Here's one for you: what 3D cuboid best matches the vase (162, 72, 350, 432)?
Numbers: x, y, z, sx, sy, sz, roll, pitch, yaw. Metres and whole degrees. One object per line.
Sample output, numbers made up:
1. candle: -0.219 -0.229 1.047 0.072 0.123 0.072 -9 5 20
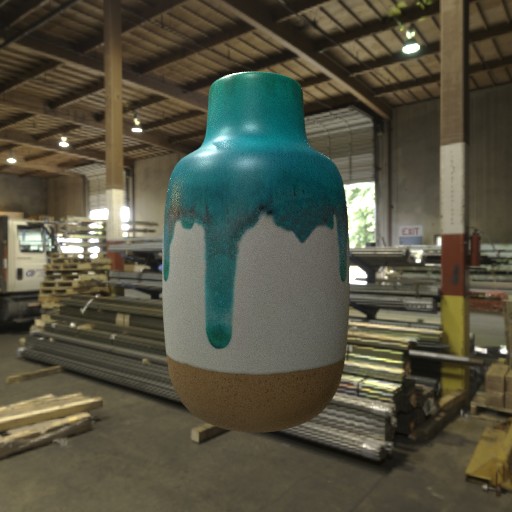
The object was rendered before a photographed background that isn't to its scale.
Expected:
1. vase: 0.000 0.000 0.256 0.106 0.192 0.106 0 1 0
